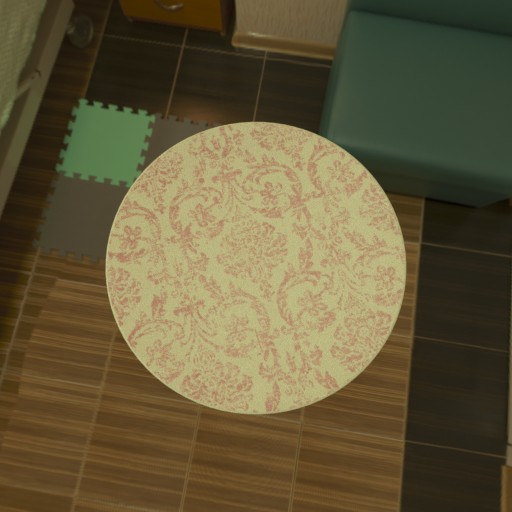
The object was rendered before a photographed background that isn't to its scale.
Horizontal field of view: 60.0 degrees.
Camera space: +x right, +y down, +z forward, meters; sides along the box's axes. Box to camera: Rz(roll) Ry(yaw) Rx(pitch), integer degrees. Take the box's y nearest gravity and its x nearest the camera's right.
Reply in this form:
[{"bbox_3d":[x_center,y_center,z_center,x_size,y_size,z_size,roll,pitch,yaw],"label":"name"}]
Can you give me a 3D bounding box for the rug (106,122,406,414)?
[{"bbox_3d":[0.000,0.000,2.356,1.593,0.012,1.593,0,76,0],"label":"rug"}]
